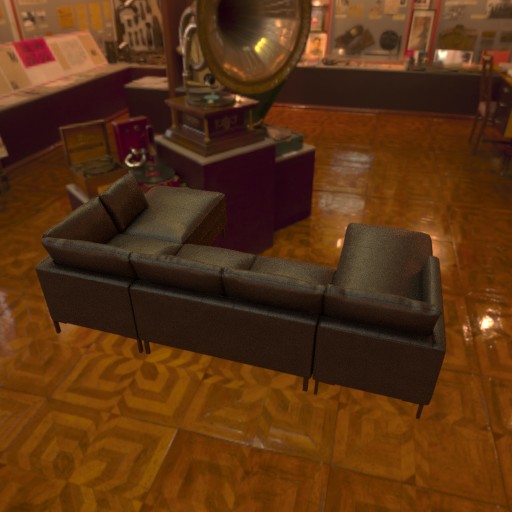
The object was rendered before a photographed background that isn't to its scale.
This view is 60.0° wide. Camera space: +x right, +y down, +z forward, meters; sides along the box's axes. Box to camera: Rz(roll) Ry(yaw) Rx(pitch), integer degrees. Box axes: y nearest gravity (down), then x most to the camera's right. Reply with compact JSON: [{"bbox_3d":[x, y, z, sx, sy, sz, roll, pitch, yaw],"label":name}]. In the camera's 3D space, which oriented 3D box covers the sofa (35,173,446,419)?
[{"bbox_3d":[0.000,0.000,3.838,2.956,0.900,1.939,9,34,14],"label":"sofa"}]
